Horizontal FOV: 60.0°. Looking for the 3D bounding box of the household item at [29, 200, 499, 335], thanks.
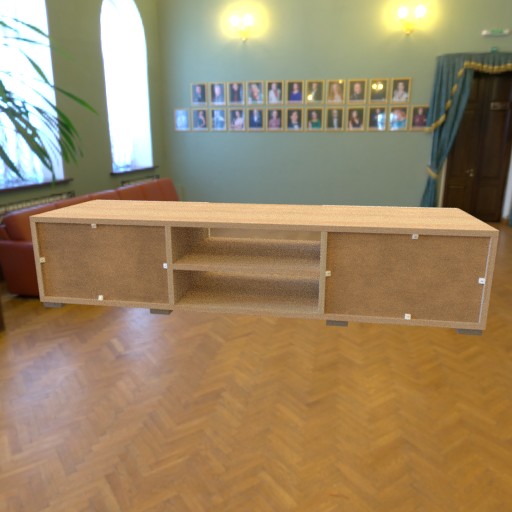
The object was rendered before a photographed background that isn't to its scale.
[{"bbox_3d":[0.000,0.000,1.545,1.400,0.310,0.420,2,15,9],"label":"household item"}]
